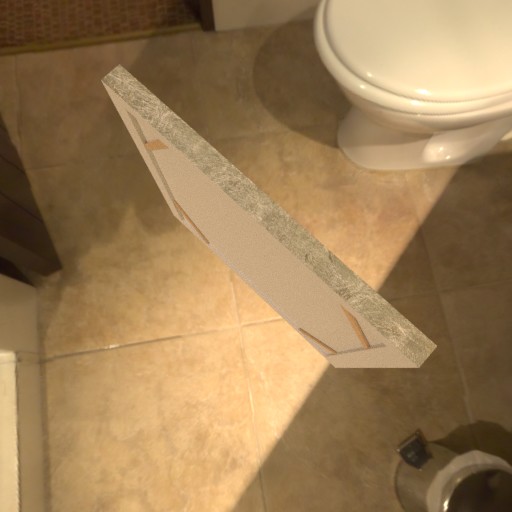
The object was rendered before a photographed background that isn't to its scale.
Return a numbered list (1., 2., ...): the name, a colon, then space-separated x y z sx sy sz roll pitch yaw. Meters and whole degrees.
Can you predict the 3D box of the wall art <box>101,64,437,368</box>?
1. wall art: 0.000 0.000 0.915 0.610 0.610 0.038 43 80 10
